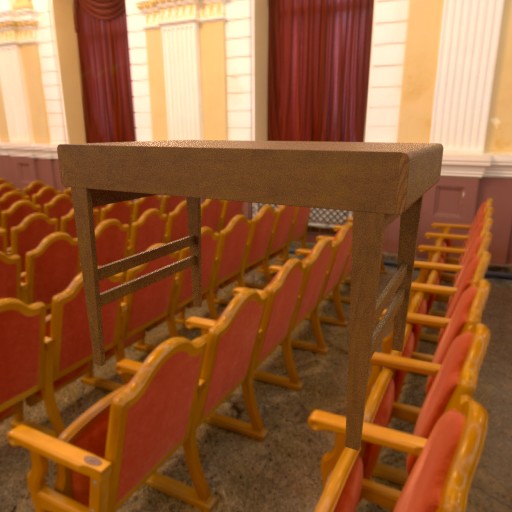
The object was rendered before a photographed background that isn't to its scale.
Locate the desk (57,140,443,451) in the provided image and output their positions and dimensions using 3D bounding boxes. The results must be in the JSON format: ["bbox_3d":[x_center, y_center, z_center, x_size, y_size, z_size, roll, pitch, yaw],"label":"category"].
[{"bbox_3d":[0.000,0.000,1.535,1.066,0.754,0.660,8,18,27],"label":"desk"}]
